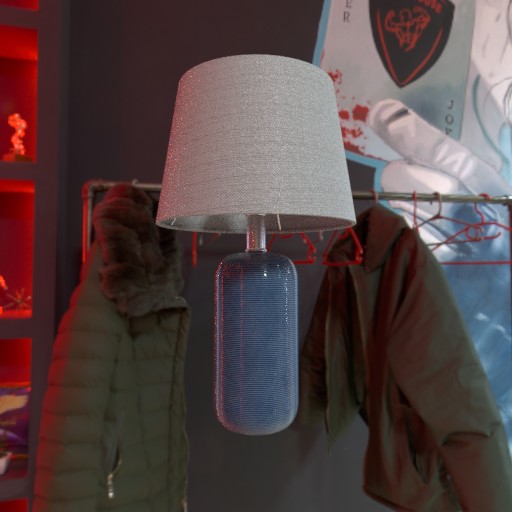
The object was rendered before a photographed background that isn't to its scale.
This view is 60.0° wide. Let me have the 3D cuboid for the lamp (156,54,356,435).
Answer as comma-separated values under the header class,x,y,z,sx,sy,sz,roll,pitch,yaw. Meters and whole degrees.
class,x,y,z,sx,sy,sz,roll,pitch,yaw
lamp,0.000,0.000,0.570,0.253,0.428,0.253,0,-2,0
